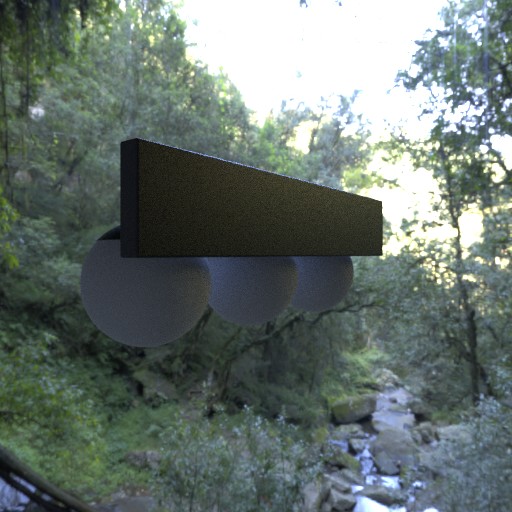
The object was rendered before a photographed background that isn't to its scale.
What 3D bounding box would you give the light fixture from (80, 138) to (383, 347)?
[{"bbox_3d":[0.000,0.000,0.838,0.218,0.263,0.721,0,0,37],"label":"light fixture"}]
